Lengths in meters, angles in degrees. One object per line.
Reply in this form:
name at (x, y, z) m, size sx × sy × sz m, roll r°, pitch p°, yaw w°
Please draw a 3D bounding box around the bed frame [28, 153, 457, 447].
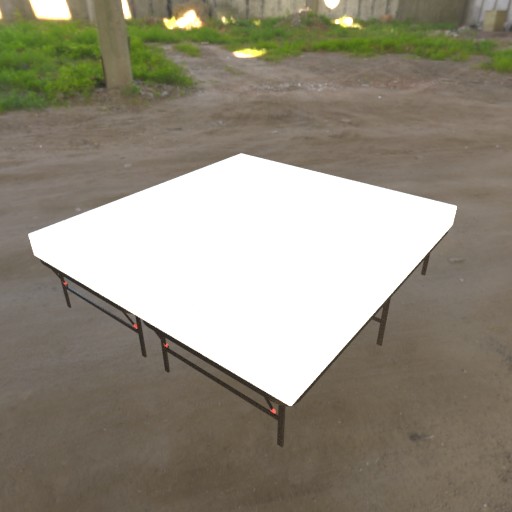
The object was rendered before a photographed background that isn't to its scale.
bed frame at (0.000, 0.000, 3.010) m, size 1.930 × 0.559 × 2.032 m, roll 21°, pitch 37°, yaw 32°
